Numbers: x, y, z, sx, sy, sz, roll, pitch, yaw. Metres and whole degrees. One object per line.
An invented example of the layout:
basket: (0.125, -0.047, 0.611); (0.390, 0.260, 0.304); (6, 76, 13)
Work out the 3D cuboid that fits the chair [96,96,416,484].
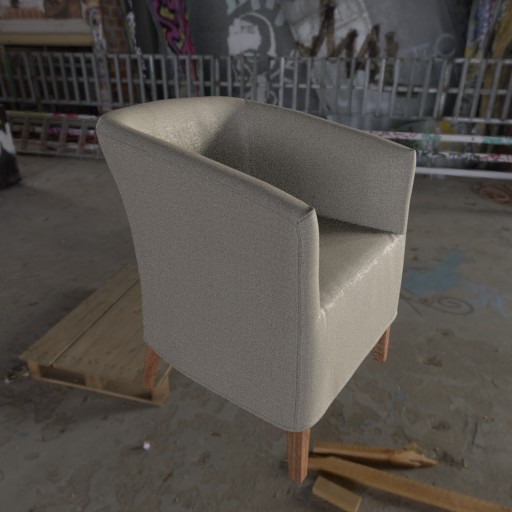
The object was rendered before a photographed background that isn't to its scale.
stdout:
chair: (0.000, 0.000, 1.215); (0.668, 0.771, 0.600); (17, 31, 31)
